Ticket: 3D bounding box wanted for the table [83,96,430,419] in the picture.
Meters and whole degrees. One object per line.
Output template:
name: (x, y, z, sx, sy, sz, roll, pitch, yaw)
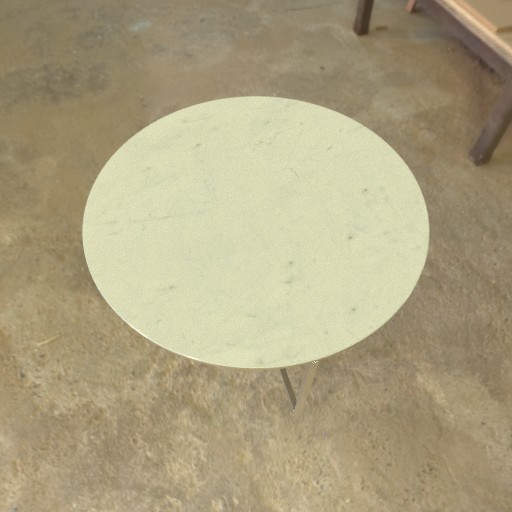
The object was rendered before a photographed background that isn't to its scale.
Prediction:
table: (0.000, 0.000, 1.231, 0.800, 0.450, 0.800, 0, 56, 0)
